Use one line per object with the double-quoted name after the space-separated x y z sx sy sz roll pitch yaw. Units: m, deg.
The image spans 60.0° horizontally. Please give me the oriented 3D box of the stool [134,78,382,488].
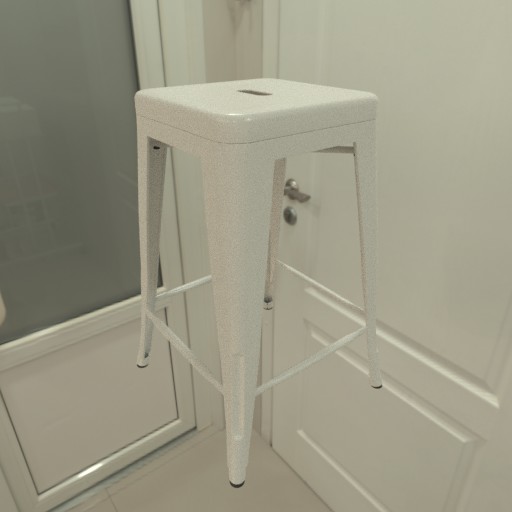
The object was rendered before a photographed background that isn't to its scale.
0.000 0.000 0.868 0.406 0.610 0.406 -20 34 -33 "stool"
